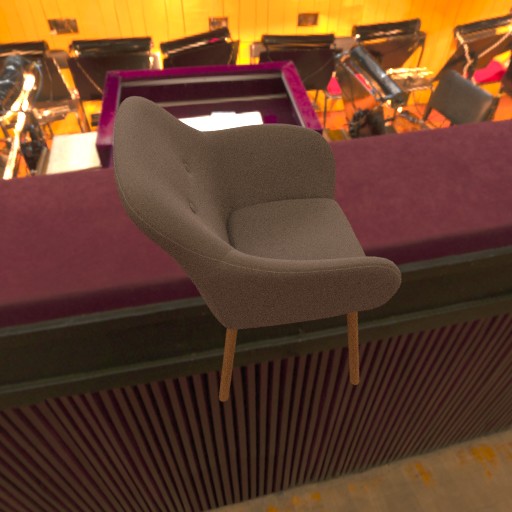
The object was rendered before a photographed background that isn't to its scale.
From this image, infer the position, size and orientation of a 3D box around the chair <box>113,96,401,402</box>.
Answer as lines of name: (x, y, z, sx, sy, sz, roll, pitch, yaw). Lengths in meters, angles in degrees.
chair: (0.000, 0.000, 1.226, 0.590, 0.830, 0.570, -8, 47, -8)
